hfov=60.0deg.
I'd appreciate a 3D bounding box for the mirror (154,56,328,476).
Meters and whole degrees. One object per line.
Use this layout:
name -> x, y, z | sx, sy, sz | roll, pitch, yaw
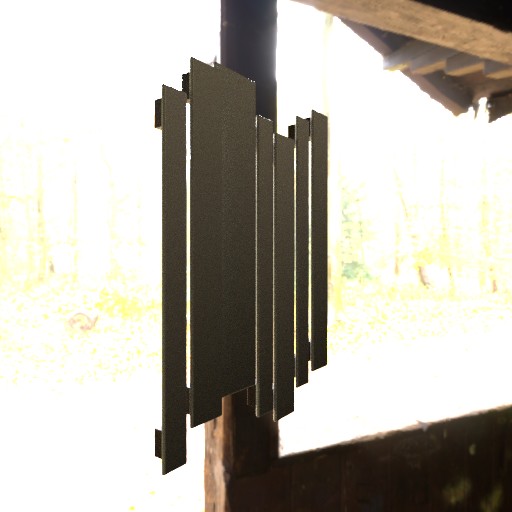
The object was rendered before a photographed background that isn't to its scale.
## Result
mirror -> 0.000, 0.000, 0.784 | 0.058, 0.611, 0.445 | 0, 0, 36
